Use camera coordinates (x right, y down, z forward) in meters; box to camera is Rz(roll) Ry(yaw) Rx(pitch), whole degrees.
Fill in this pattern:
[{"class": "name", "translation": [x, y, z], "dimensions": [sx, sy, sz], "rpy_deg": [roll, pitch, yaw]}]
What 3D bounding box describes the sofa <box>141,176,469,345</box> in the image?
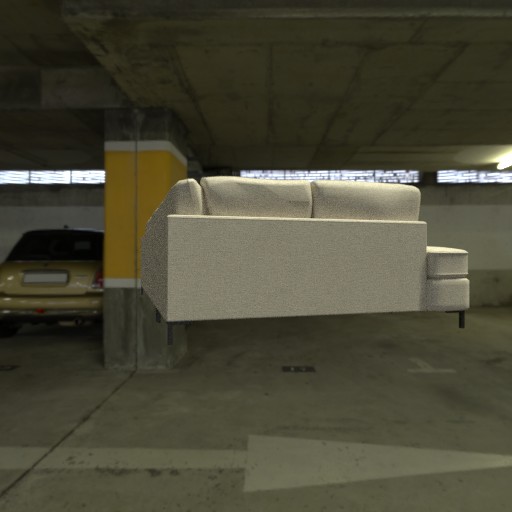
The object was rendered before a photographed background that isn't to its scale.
[{"class": "sofa", "translation": [0.000, 0.000, 4.334], "dimensions": [2.048, 0.996, 3.384], "rpy_deg": [0, 0, -17]}]
